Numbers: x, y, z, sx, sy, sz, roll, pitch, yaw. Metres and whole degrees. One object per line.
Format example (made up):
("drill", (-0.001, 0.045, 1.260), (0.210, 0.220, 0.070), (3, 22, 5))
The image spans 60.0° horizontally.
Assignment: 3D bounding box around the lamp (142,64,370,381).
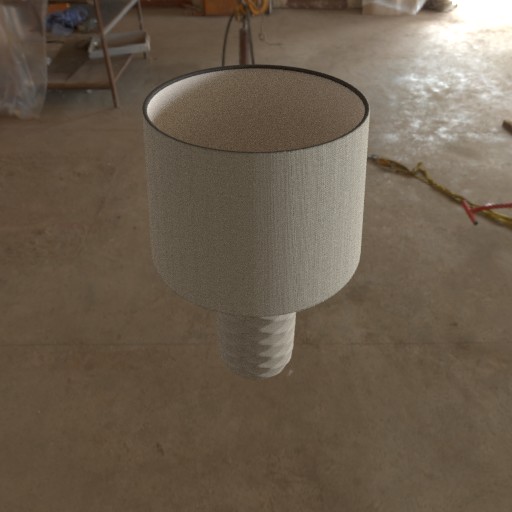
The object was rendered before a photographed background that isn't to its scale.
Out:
("lamp", (0.000, 0.000, 0.835), (0.376, 0.594, 0.376), (0, 41, 0))
